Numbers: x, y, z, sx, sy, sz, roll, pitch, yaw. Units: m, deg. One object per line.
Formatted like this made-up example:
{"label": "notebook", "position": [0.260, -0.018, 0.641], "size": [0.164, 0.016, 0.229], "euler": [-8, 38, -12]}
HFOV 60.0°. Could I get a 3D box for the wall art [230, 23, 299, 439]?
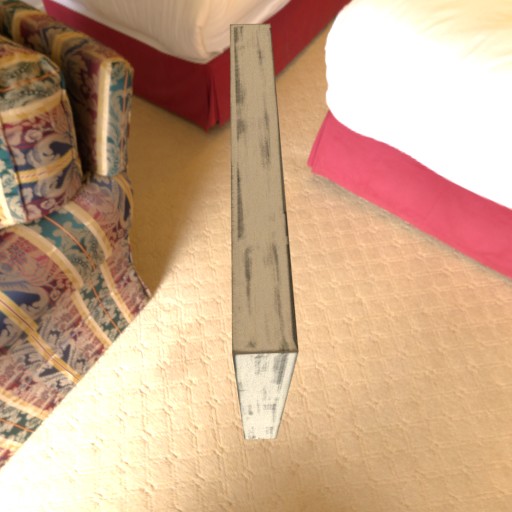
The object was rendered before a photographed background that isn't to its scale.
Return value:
{"label": "wall art", "position": [0.000, 0.000, 0.450], "size": [0.036, 0.303, 0.303], "euler": [-2, 59, -1]}
